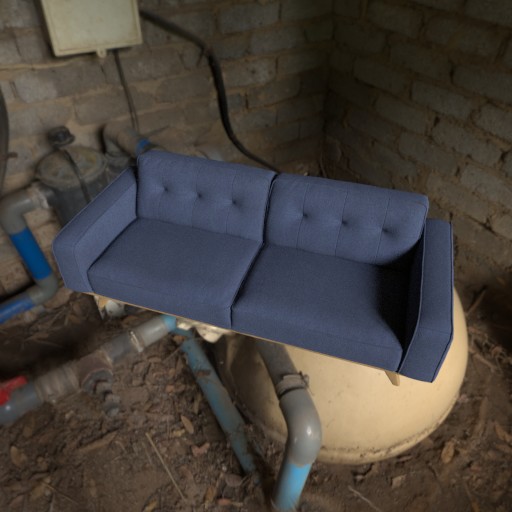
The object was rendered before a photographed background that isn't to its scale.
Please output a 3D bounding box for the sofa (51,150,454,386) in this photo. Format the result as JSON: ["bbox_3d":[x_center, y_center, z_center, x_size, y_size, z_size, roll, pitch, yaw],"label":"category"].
[{"bbox_3d":[0.000,0.000,2.769,2.270,0.782,0.953,12,43,13],"label":"sofa"}]
